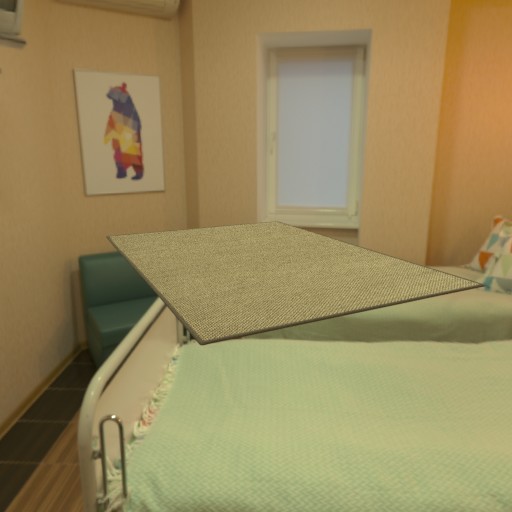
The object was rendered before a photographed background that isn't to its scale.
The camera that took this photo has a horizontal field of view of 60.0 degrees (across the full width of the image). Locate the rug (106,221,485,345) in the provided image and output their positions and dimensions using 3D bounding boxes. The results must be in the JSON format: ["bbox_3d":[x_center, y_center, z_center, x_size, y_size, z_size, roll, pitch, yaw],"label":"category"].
[{"bbox_3d":[0.000,0.000,2.825,1.523,0.012,2.133,-7,16,-26],"label":"rug"}]
